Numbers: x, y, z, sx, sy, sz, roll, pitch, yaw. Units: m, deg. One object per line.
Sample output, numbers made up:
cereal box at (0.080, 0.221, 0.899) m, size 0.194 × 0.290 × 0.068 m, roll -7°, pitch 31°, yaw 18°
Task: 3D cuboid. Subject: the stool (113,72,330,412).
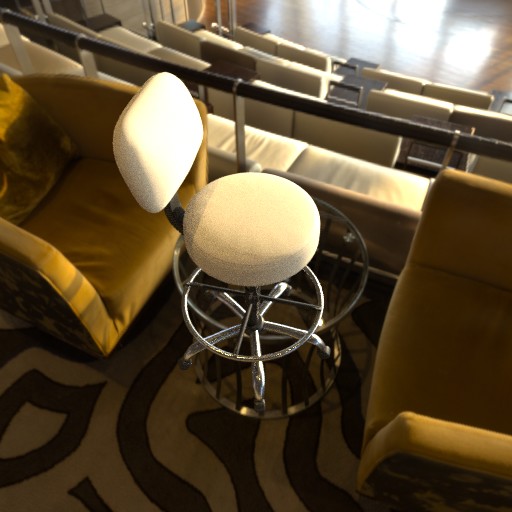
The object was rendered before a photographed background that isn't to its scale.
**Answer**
stool at (0.000, 0.000, 1.461) m, size 0.616 × 1.080 × 0.609 m, roll 10°, pitch 49°, yaw 9°
